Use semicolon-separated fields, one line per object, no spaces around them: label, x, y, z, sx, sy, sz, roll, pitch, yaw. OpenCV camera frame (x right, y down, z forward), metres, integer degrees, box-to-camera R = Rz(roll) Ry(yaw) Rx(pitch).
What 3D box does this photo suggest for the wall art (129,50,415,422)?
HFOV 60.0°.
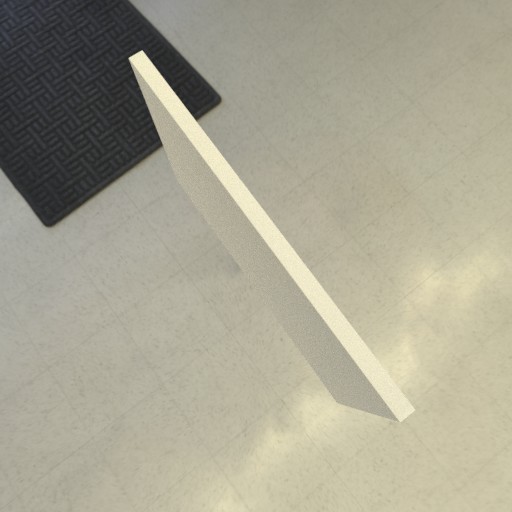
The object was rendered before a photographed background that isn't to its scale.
wall art;0.000;0.000;1.143;0.038;0.601;0.898;-34;77;-9
